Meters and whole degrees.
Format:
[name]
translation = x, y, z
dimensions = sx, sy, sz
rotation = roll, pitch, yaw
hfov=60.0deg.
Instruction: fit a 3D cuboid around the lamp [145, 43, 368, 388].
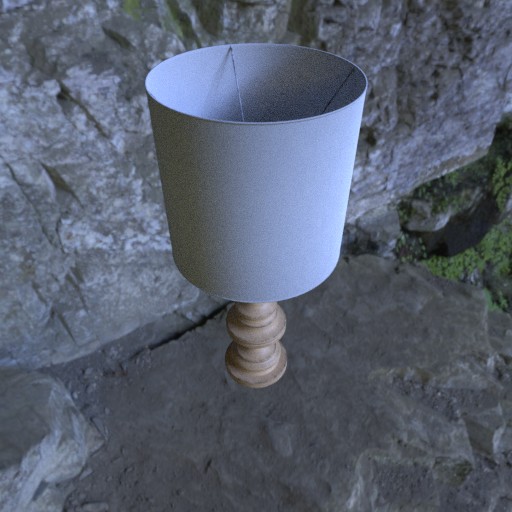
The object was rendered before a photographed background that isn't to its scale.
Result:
[lamp]
translation = 0.000, 0.000, 0.571
dimensions = 0.208, 0.455, 0.208
rotation = -26, 47, -26
